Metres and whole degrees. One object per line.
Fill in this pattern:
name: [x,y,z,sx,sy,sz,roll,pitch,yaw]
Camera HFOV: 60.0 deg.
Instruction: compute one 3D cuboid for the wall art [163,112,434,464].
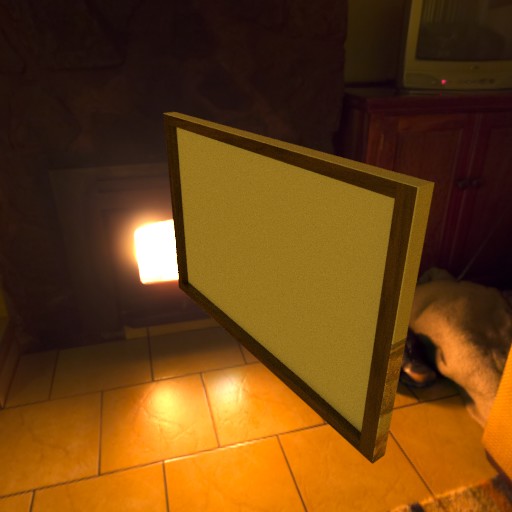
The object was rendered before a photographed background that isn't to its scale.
wall art: [0.000,0.000,1.438,0.051,0.761,1.138,-17,31,-31]
